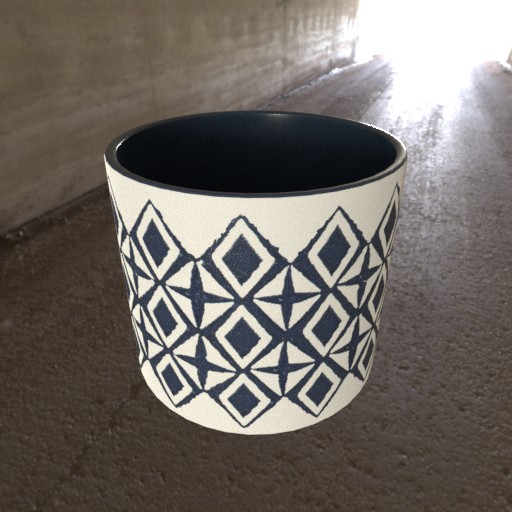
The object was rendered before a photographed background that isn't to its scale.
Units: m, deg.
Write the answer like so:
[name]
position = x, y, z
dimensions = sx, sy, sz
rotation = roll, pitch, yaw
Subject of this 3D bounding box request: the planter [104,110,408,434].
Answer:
[planter]
position = 0.000, 0.000, 0.275
dimensions = 0.159, 0.144, 0.159
rotation = 0, 30, 0
